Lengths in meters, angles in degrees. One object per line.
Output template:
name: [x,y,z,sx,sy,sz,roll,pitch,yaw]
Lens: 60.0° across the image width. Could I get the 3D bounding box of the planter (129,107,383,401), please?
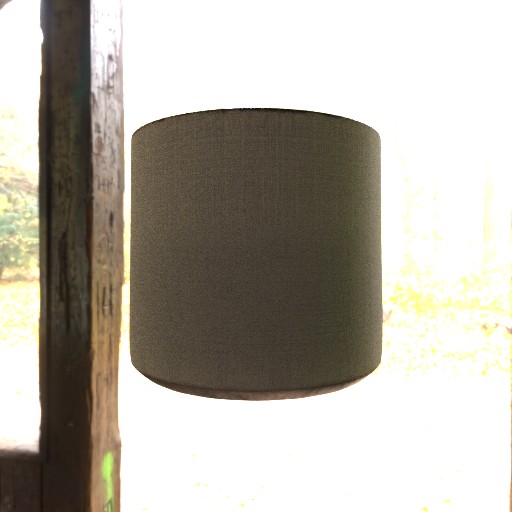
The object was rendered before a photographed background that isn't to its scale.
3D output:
planter: [0.000,0.000,0.400,0.221,0.201,0.221,0,1,0]
